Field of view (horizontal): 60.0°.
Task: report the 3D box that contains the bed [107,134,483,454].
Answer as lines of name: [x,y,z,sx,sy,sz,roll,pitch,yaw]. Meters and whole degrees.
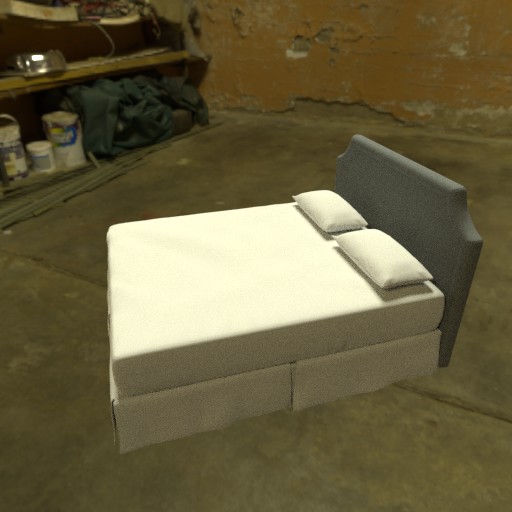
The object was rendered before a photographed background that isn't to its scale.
bed: [0.000,0.000,3.241,2.259,1.296,1.811,-8,31,-15]
